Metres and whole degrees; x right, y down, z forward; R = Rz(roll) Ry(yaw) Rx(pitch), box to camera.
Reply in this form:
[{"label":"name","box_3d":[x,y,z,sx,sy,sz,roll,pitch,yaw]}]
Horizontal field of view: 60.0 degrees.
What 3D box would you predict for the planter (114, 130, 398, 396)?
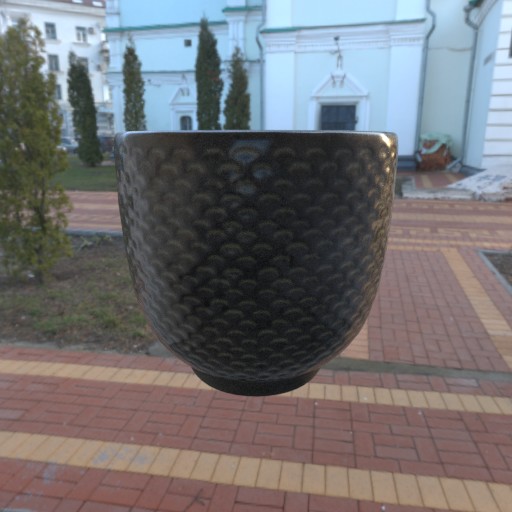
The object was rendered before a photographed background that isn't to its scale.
[{"label":"planter","box_3d":[0.000,0.000,0.298,0.172,0.160,0.172,0,15,0]}]
